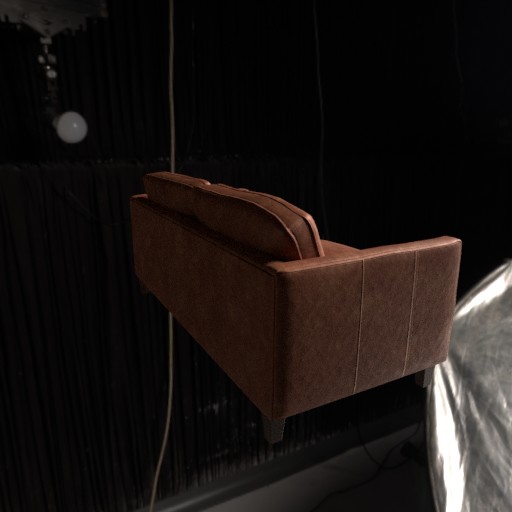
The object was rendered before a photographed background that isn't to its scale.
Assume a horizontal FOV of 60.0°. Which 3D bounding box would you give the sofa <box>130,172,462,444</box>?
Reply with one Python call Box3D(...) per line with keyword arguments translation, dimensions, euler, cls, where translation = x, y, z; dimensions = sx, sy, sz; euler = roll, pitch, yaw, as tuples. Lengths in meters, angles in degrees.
Box3D(translation=(0.000, 0.000, 2.478), dimensions=(0.923, 0.863, 1.971), euler=(-8, 17, -27), cls="sofa")
